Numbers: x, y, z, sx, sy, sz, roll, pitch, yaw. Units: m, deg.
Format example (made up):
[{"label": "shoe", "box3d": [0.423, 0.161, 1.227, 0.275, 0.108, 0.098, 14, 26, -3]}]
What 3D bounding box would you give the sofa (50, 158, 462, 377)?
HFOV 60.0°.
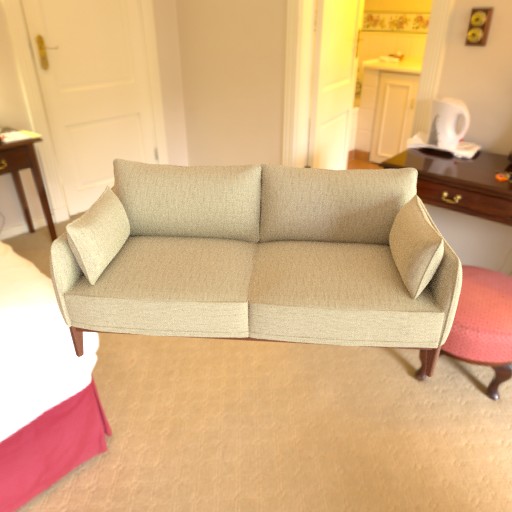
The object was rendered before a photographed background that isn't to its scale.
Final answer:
[{"label": "sofa", "box3d": [0.000, 0.000, 2.504, 1.989, 0.860, 0.991, 2, 29, 4]}]
